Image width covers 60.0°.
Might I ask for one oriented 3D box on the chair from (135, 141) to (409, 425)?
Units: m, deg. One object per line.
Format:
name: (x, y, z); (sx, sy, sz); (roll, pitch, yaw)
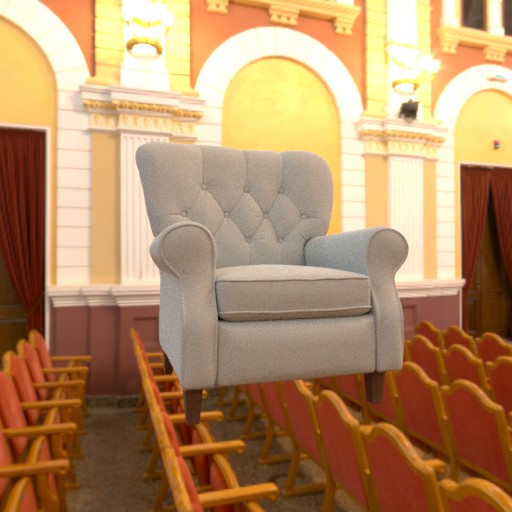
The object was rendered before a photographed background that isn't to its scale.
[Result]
chair: (0.000, 0.000, 2.124); (1.090, 1.217, 1.128); (0, 0, -18)
